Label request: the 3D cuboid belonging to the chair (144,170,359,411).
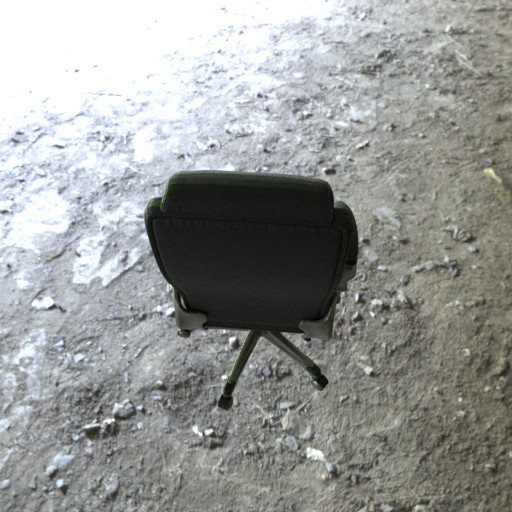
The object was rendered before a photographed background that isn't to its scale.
[{"bbox_3d":[0.000,0.000,1.673,0.741,1.167,0.784,4,47,4],"label":"chair"}]
